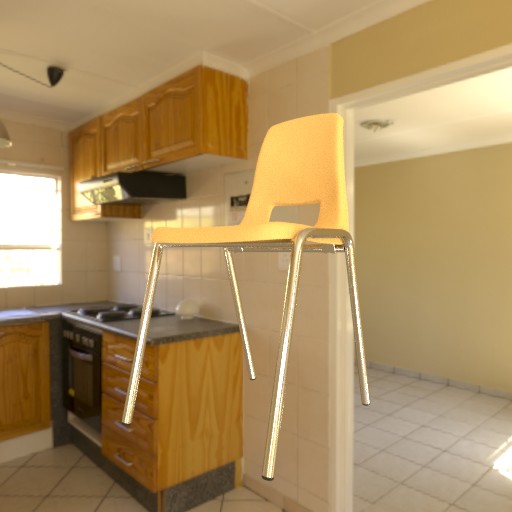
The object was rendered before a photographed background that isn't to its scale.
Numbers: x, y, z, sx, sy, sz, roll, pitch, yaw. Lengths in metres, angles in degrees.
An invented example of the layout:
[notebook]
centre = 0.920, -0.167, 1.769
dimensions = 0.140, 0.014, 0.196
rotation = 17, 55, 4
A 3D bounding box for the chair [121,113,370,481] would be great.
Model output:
[chair]
centre = 0.000, 0.000, 0.973
dimensions = 0.381, 0.704, 0.436
rotation = 1, 1, 37
